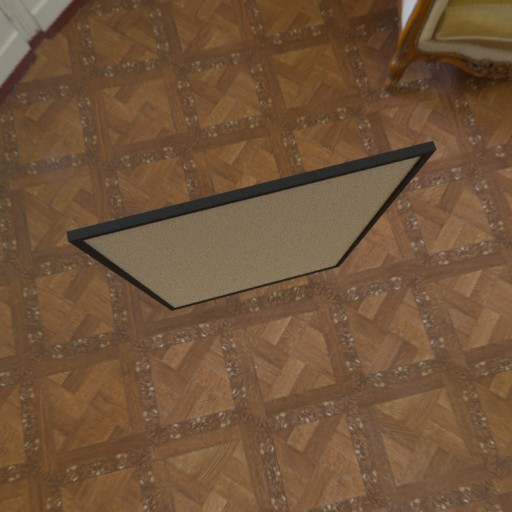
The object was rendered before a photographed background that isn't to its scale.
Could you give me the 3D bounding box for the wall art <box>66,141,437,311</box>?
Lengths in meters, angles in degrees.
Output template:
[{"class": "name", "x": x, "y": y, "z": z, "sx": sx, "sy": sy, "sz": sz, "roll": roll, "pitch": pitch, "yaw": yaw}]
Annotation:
[{"class": "wall art", "x": 0.000, "y": 0.000, "z": 0.856, "sx": 0.460, "sy": 0.660, "sz": 0.013, "roll": -14, "pitch": 76, "yaw": -4}]
